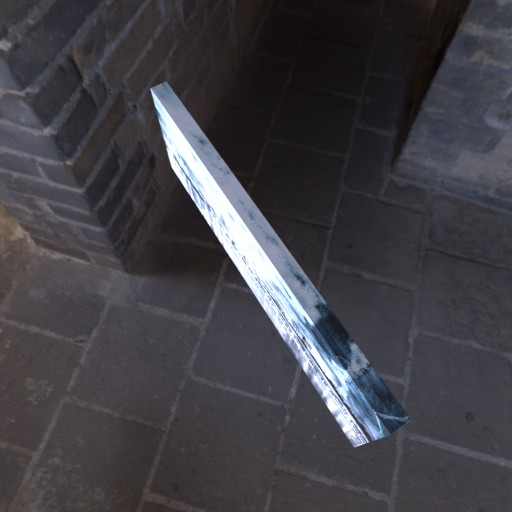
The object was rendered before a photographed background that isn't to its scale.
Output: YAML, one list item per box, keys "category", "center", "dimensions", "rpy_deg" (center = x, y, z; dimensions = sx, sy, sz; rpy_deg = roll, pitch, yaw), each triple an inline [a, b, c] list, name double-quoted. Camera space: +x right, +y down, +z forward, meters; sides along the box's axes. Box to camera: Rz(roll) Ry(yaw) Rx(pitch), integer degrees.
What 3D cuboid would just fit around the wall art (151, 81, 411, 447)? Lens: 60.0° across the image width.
- category: "wall art"
  center: [0.000, 0.000, 0.860]
  dimensions: [0.037, 0.251, 0.759]
  rpy_deg: [-28, 67, -14]
